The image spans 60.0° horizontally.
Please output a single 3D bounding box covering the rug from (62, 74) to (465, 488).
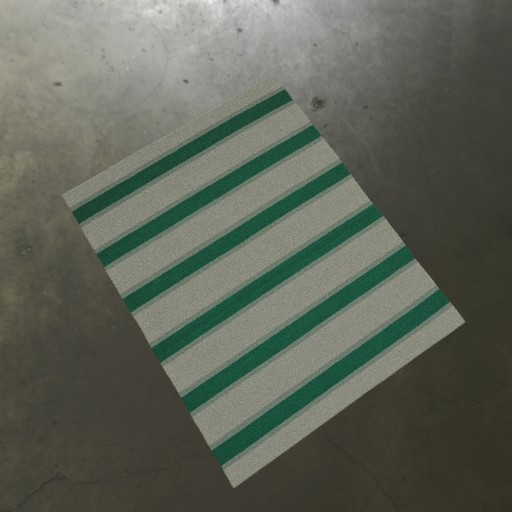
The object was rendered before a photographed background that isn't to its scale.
[{"bbox_3d":[0.000,0.000,4.063,2.434,0.019,3.041,-32,78,-8],"label":"rug"}]
